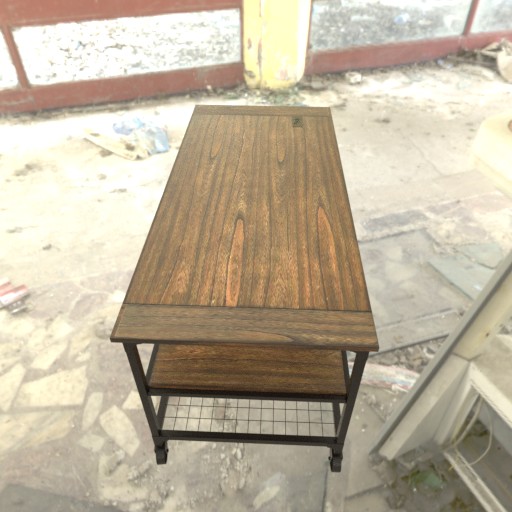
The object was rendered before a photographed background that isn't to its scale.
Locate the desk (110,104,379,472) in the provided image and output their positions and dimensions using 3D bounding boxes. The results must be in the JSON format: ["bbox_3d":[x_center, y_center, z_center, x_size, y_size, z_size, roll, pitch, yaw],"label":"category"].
[{"bbox_3d":[0.000,0.000,1.996,0.711,0.751,1.590,2,41,2],"label":"desk"}]
